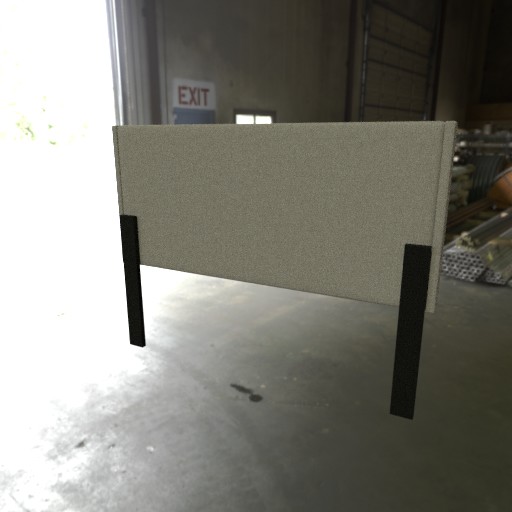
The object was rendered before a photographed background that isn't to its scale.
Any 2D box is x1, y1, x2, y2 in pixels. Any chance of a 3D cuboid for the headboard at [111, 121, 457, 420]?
[{"bbox_3d":[0.000,0.000,2.665,2.051,1.524,0.184,8,17,26],"label":"headboard"}]
